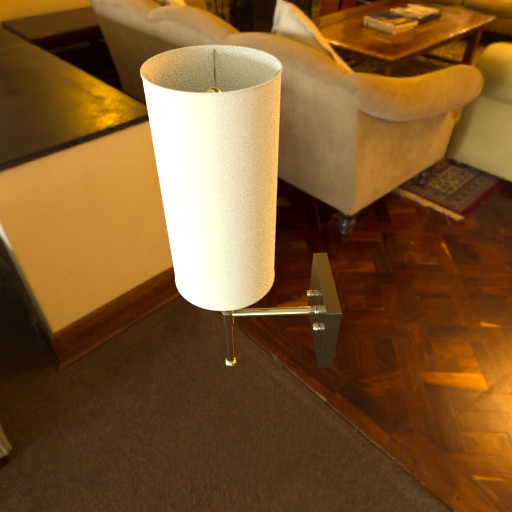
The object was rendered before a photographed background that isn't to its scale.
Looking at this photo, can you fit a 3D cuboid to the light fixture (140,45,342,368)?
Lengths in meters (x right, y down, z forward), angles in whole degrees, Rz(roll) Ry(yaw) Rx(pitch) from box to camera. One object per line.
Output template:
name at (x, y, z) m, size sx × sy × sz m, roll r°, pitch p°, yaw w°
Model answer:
light fixture at (0.000, 0.000, 0.556) m, size 0.208 × 0.462 × 0.128 m, roll -2°, pitch 41°, yaw -2°
